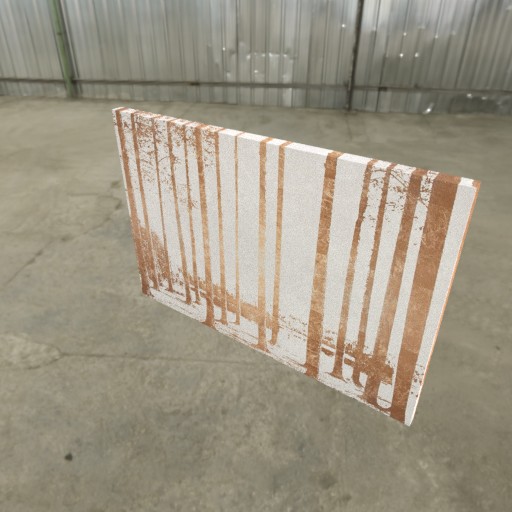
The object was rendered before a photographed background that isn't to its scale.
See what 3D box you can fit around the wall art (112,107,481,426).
[{"bbox_3d":[0.000,0.000,1.127,0.914,0.609,0.035,20,37,29],"label":"wall art"}]
